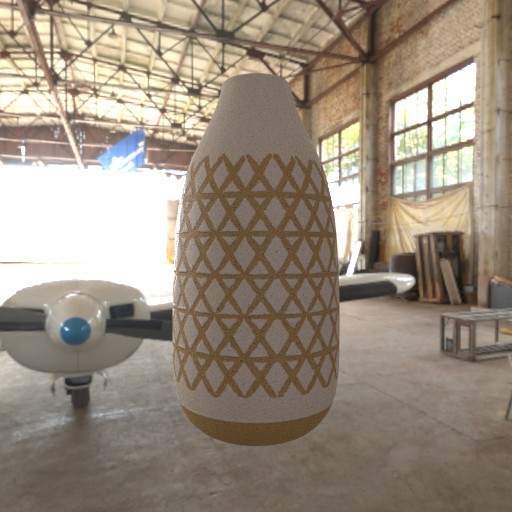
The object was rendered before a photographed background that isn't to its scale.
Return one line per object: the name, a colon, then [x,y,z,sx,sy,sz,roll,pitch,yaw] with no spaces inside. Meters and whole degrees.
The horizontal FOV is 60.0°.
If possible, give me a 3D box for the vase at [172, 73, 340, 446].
vase: [0.000,0.000,0.499,0.186,0.380,0.186,0,1,0]
